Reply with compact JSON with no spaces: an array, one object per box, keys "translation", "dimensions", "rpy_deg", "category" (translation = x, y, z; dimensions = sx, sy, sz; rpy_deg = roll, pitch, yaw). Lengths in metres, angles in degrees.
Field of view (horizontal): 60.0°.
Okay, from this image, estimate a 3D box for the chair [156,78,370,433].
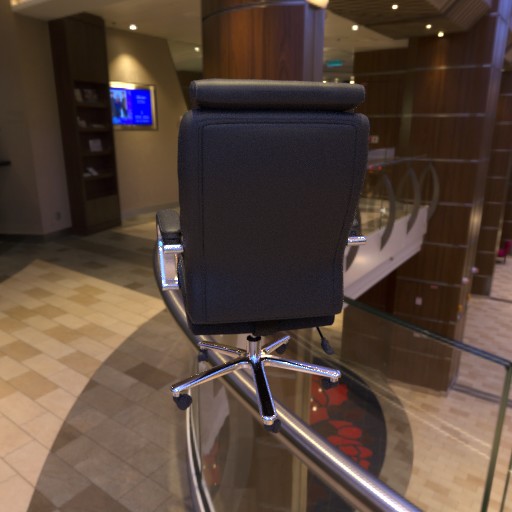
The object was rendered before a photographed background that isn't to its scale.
[{"translation":[0.000,0.000,1.684],"dimensions":[0.755,1.183,0.790],"rpy_deg":[-3,16,-9],"category":"chair"}]
